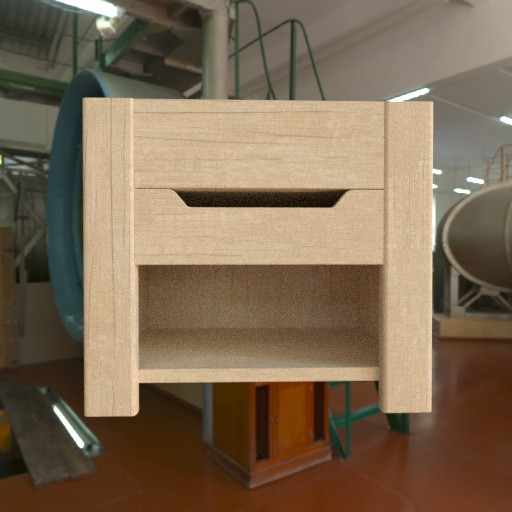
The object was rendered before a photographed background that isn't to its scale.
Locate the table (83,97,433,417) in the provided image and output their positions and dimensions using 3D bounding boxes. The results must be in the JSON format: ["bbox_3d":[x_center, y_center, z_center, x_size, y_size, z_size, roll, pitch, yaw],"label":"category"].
[{"bbox_3d":[0.000,0.000,0.925,0.570,0.510,0.420,0,1,-2],"label":"table"}]
